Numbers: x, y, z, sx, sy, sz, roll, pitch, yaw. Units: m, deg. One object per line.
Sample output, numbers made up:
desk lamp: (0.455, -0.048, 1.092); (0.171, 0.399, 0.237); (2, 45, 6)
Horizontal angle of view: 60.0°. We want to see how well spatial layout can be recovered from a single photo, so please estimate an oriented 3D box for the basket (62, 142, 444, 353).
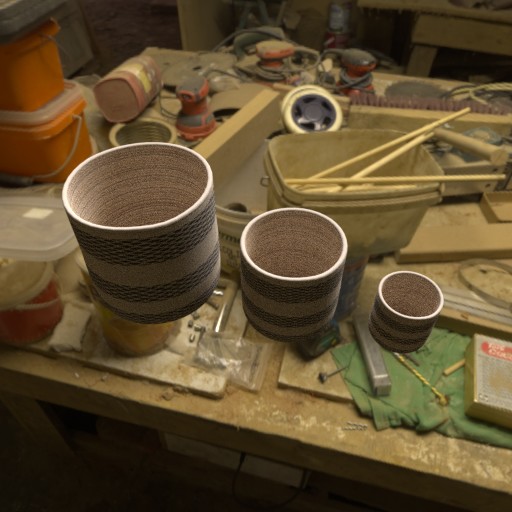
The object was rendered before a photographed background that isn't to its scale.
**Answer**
basket: (0.000, 0.000, 1.107); (0.917, 0.356, 0.351); (11, 47, 11)
